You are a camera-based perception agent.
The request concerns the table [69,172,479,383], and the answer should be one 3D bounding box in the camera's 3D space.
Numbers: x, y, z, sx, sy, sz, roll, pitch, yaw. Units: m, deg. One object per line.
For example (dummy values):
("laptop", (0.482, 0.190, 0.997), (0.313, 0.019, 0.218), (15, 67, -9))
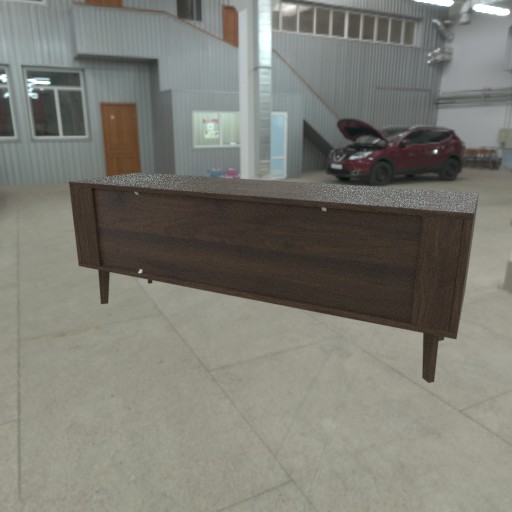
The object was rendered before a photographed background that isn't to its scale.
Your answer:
("table", (0.000, 0.000, 1.624), (1.397, 0.508, 0.405), (8, 18, 26))
